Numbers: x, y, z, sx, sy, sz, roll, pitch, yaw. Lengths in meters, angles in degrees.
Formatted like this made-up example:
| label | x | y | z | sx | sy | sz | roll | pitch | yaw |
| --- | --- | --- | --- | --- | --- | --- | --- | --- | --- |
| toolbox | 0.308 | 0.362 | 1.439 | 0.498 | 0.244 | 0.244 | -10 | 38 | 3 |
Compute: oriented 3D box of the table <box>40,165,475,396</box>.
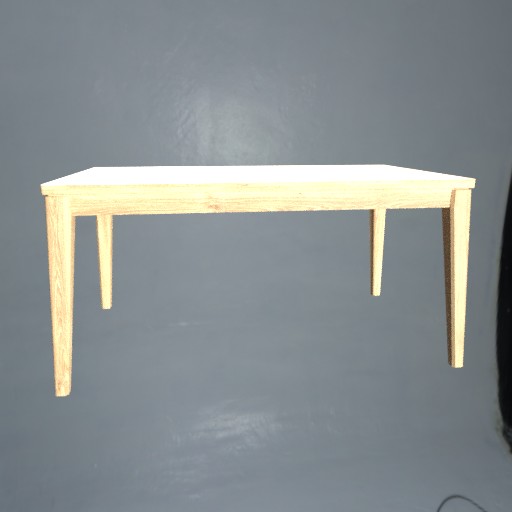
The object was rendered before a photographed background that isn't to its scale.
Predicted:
| label | x | y | z | sx | sy | sz | roll | pitch | yaw |
| --- | --- | --- | --- | --- | --- | --- | --- | --- | --- |
| table | 0.000 | 0.000 | 2.045 | 1.600 | 0.760 | 0.900 | -2 | 15 | -7 |
